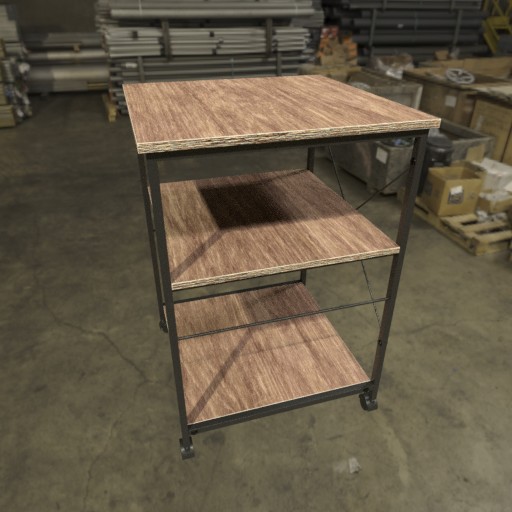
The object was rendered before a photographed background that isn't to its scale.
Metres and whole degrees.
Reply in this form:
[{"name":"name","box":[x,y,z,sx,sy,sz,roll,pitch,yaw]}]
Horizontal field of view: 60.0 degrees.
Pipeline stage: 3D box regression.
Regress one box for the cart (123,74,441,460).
[{"name":"cart","box":[0.000,0.000,1.118,0.520,0.762,0.521,-9,32,-14]}]
